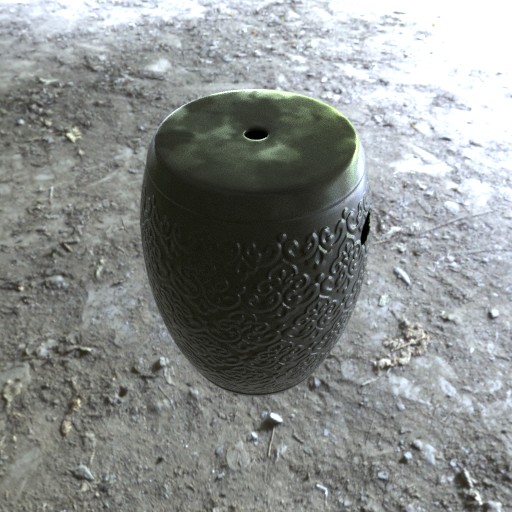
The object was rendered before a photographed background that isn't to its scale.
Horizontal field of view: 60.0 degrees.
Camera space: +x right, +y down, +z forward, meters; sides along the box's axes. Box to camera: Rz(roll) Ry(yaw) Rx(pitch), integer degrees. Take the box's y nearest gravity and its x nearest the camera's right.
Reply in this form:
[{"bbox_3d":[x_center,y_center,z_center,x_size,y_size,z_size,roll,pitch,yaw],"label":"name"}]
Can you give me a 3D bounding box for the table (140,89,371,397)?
[{"bbox_3d":[0.000,0.000,0.640,0.309,0.397,0.309,0,45,0],"label":"table"}]
